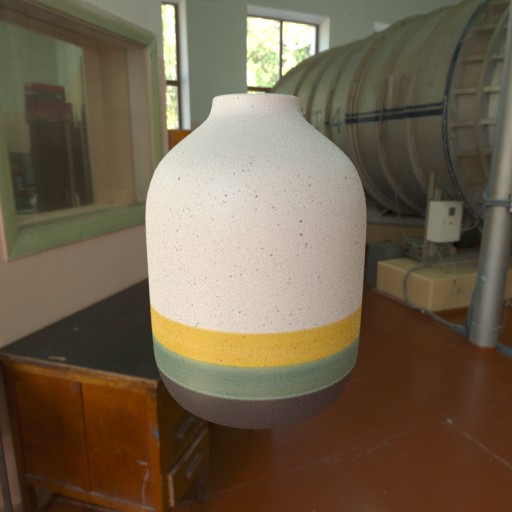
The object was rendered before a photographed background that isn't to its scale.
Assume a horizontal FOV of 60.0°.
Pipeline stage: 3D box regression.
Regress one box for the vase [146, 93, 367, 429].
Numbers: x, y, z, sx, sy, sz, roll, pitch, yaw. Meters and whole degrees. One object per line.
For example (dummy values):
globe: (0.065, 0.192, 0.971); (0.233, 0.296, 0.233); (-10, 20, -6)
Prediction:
vase: (0.000, 0.000, 0.356); (0.169, 0.240, 0.169); (0, 14, 0)
